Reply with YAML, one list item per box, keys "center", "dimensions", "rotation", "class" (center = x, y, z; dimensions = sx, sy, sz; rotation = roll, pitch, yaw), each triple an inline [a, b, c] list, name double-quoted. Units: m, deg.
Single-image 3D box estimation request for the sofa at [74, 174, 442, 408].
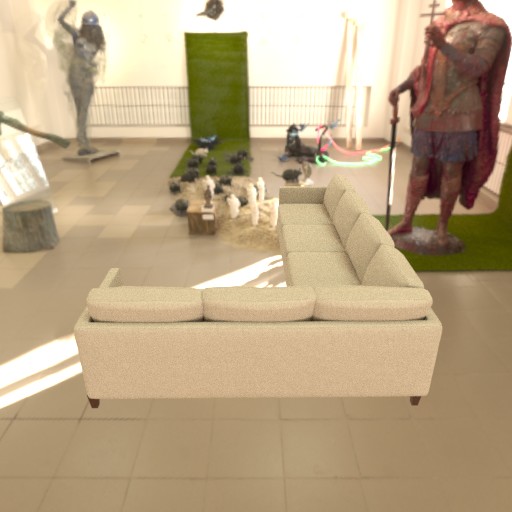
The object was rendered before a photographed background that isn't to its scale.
- center: [0.000, 0.000, 4.525]
  dimensions: [2.522, 0.934, 3.333]
  rotation: [0, 25, -1]
  class: "sofa"
